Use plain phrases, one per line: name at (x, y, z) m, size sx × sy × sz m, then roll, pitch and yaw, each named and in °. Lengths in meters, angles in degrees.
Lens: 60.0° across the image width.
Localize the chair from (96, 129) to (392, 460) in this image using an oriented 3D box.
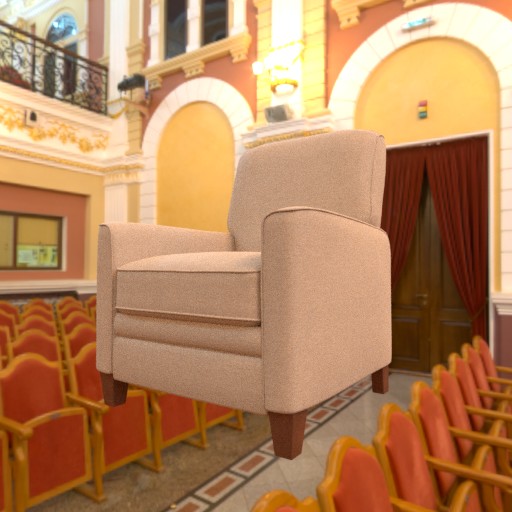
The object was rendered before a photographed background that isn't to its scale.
chair at (0.000, 0.000, 1.623) m, size 0.841 × 1.023 × 0.858 m, roll -1°, pitch -1°, yaw 35°
